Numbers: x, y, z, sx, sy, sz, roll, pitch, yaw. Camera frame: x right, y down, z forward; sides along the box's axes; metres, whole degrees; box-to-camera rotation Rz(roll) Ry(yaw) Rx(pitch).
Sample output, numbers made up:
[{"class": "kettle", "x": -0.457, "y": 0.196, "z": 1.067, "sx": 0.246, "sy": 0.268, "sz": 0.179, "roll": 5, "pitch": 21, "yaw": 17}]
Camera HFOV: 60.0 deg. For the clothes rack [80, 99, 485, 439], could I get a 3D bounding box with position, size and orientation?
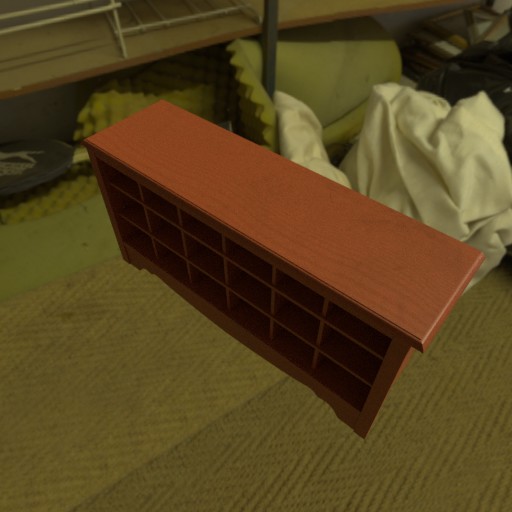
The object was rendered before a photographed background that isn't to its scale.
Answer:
[{"class": "clothes rack", "x": 0.000, "y": 0.000, "z": 1.536, "sx": 1.251, "sy": 0.594, "sz": 0.362, "roll": 32, "pitch": 55, "yaw": 26}]
